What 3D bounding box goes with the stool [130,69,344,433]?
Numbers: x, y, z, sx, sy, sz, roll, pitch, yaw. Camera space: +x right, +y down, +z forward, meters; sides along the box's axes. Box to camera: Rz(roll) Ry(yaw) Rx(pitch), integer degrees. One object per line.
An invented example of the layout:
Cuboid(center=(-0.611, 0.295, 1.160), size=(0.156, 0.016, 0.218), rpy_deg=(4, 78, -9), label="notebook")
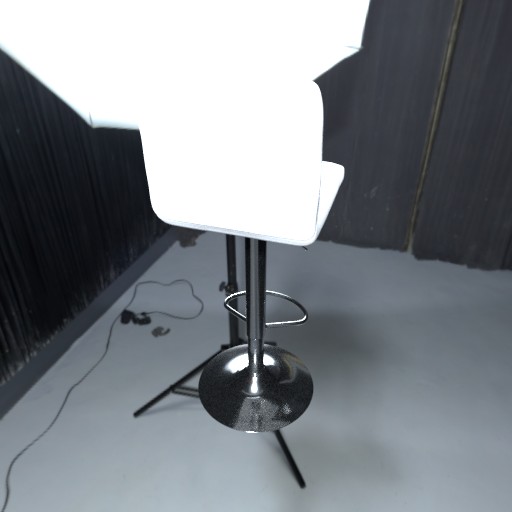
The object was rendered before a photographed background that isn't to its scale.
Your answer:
Cuboid(center=(0.000, 0.000, 1.357), size=(0.430, 1.115, 0.505), rpy_deg=(10, 33, 16), label="stool")
